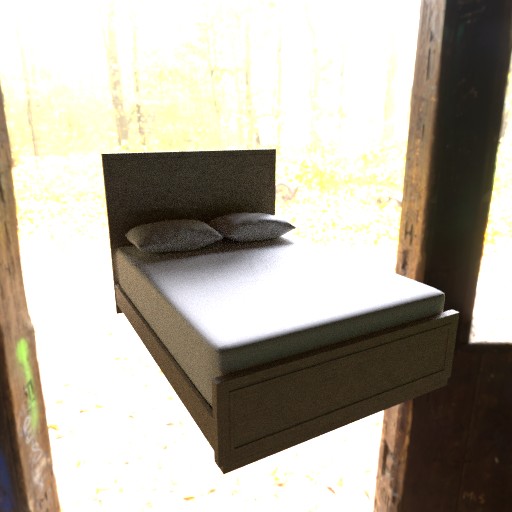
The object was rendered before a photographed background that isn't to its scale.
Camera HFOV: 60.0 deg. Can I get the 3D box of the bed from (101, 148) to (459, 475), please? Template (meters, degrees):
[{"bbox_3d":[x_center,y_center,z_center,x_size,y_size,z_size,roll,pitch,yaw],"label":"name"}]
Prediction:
[{"bbox_3d":[0.000,0.000,3.170,1.606,1.369,2.189,-9,18,-28],"label":"bed"}]
